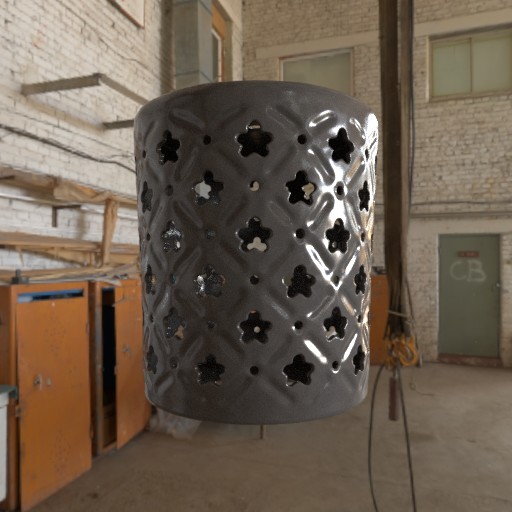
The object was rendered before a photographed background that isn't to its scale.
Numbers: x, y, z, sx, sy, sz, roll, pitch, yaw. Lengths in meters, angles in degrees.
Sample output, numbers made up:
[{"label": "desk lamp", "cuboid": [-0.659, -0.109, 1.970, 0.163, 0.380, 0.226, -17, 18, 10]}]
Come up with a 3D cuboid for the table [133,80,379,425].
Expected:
[{"label": "table", "cuboid": [0.000, 0.000, 0.651, 0.352, 0.387, 0.352, 0, -1, 0]}]
